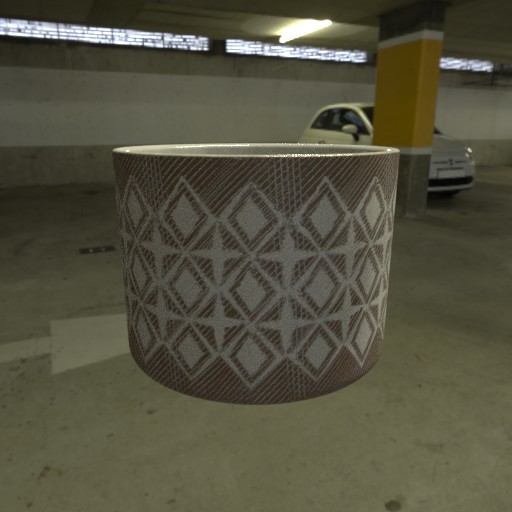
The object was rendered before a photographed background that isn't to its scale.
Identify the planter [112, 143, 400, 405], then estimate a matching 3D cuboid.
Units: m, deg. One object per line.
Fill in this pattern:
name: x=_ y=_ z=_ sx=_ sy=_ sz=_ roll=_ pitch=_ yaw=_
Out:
planter: x=0.000 y=0.000 z=0.218 sx=0.126 sy=0.104 sz=0.126 roll=0 pitch=16 yaw=0
